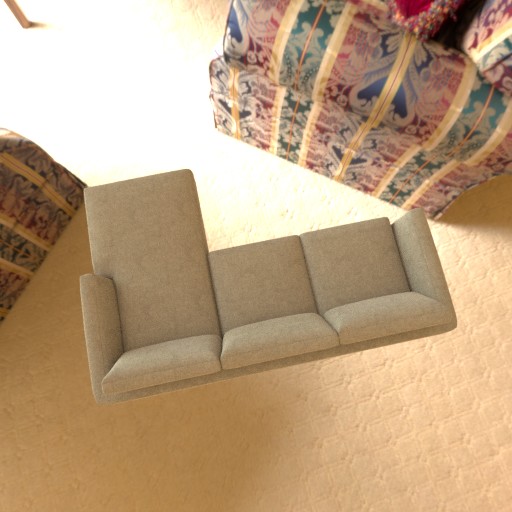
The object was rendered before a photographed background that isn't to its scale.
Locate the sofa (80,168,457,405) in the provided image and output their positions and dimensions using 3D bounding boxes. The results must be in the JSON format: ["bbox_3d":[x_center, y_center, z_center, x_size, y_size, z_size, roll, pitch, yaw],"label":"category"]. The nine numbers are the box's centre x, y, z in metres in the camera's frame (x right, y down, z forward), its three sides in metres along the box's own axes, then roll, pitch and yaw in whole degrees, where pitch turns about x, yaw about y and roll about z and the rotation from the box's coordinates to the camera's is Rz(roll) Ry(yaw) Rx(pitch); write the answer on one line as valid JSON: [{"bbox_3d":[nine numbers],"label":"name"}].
[{"bbox_3d":[0.000,0.000,3.233,2.438,0.864,1.626,-11,76,-3],"label":"sofa"}]
